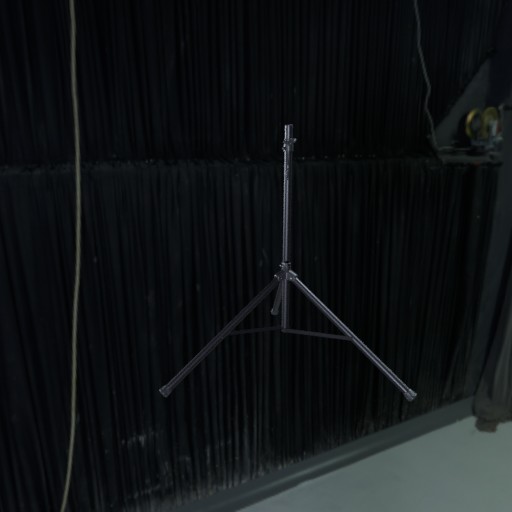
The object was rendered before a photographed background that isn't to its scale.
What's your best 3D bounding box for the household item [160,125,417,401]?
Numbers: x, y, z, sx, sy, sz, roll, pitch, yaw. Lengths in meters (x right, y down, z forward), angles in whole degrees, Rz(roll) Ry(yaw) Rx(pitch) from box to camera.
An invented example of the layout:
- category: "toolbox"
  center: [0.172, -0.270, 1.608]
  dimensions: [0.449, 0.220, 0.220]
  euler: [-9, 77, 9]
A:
- category: "household item"
  center: [0.000, 0.000, 2.802]
  dimensions: [1.339, 1.595, 1.596]
  euler: [-8, 17, -28]
